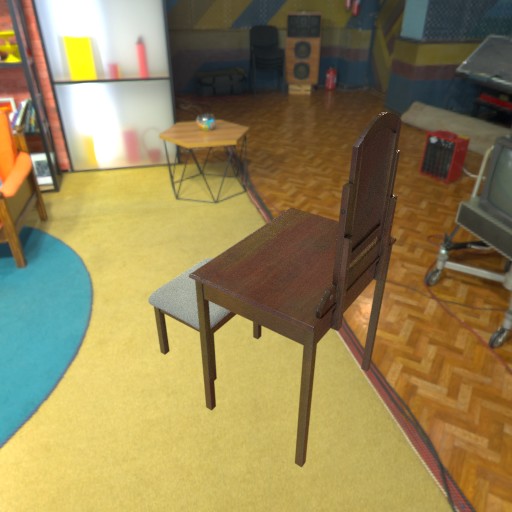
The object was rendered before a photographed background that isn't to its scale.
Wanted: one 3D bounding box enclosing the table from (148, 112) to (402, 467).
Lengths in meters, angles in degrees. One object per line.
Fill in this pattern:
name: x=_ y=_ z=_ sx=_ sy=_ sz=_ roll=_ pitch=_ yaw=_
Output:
table: x=0.000 y=0.000 z=2.333 sx=1.211 sy=1.631 sz=0.876 roll=21 pitch=37 yaw=30
